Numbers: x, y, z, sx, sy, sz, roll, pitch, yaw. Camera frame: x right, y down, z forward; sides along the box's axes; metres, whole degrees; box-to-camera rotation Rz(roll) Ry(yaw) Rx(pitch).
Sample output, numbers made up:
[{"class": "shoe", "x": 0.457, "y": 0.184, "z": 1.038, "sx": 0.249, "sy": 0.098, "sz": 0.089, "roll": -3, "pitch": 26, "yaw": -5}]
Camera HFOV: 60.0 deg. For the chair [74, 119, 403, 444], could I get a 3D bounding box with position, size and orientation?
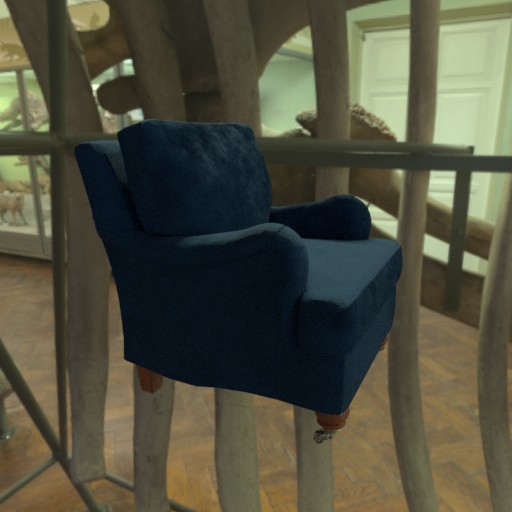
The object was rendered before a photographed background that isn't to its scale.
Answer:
[{"class": "chair", "x": 0.000, "y": 0.000, "z": 1.840, "sx": 1.078, "sy": 1.076, "sz": 0.895, "roll": 8, "pitch": 17, "yaw": 26}]
